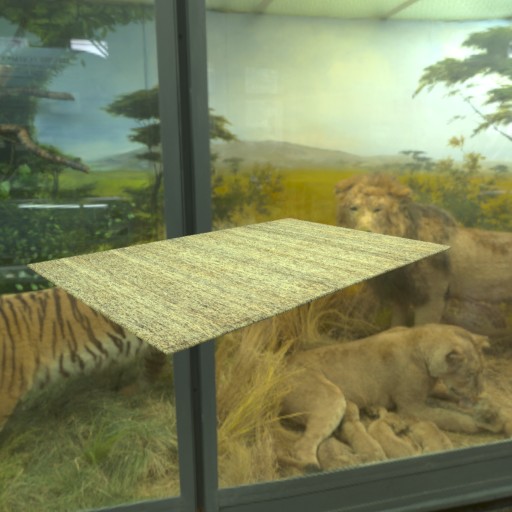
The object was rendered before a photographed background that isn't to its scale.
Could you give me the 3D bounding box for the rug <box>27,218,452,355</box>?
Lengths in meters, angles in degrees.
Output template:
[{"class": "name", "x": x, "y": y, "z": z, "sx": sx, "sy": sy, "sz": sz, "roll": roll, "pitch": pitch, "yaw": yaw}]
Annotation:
[{"class": "rug", "x": 0.000, "y": 0.000, "z": 2.285, "sx": 1.846, "sy": 0.014, "sz": 1.243, "roll": -14, "pitch": 20, "yaw": -41}]
